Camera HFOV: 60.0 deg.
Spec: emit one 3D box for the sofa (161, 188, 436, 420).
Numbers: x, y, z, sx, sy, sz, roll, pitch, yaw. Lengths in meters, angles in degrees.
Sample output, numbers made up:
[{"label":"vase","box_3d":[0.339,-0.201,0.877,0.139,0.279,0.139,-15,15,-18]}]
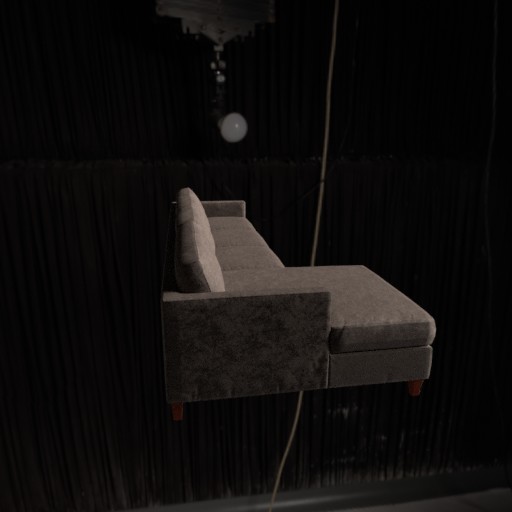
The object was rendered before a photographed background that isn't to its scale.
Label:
[{"label":"sofa","box_3d":[0.000,0.000,4.119,1.606,0.954,3.471,-3,16,-9]}]
